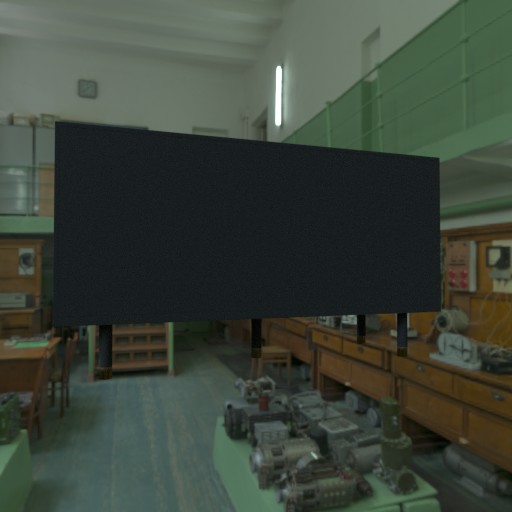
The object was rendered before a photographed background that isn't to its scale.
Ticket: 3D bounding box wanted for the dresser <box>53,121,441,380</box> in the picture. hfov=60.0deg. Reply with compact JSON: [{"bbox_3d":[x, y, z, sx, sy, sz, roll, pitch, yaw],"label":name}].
[{"bbox_3d":[0.000,0.000,1.923,1.558,0.872,0.463,0,-1,-18],"label":"dresser"}]
